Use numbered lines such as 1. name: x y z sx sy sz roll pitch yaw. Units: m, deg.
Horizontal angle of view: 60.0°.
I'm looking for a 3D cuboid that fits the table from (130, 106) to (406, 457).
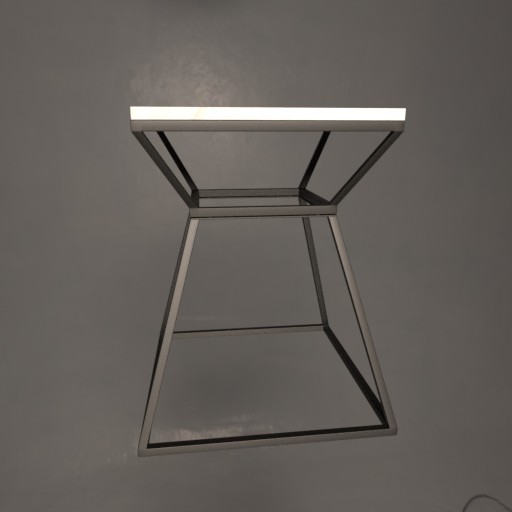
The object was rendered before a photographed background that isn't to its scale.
1. table: 0.000 0.000 0.910 0.455 0.559 0.455 -2 16 -7
